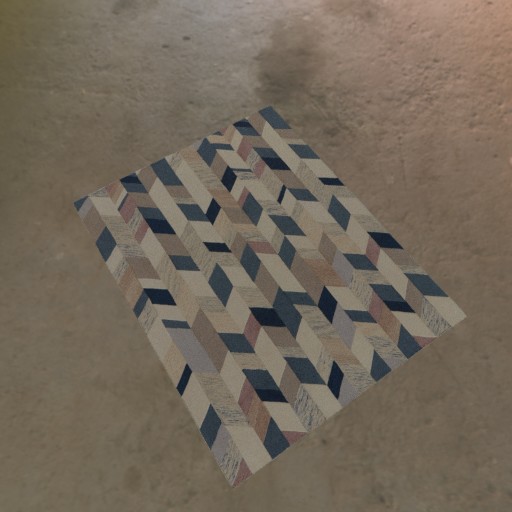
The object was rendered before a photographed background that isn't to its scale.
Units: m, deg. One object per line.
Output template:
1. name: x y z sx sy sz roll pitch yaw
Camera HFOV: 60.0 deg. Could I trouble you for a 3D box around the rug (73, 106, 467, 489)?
1. rug: 0.000 0.000 4.194 2.451 0.011 3.072 -30 66 -15
